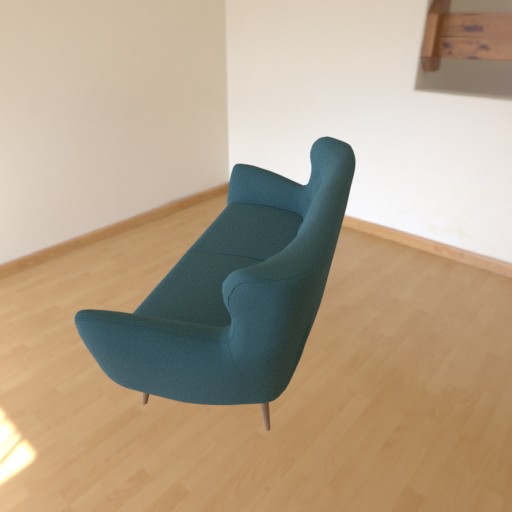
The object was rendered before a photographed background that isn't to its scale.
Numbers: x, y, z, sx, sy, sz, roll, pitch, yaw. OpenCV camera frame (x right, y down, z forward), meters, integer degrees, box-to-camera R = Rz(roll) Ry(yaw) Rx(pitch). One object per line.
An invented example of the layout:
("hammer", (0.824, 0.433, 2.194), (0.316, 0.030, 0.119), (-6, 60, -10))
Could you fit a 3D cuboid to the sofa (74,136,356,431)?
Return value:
("sofa", (0.000, 0.000, 2.378), (0.889, 0.890, 1.930), (8, 30, 14))
